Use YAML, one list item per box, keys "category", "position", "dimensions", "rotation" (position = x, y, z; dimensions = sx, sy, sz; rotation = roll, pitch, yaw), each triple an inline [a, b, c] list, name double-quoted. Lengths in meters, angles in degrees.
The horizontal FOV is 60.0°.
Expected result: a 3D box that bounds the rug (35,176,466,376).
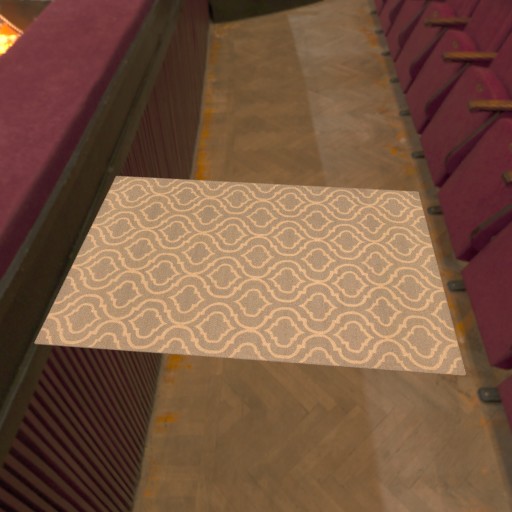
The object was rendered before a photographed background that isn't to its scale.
- category: "rug"
  position: [0.000, 0.000, 2.174]
  dimensions: [1.749, 0.015, 1.141]
  rotation: [3, 47, 3]
